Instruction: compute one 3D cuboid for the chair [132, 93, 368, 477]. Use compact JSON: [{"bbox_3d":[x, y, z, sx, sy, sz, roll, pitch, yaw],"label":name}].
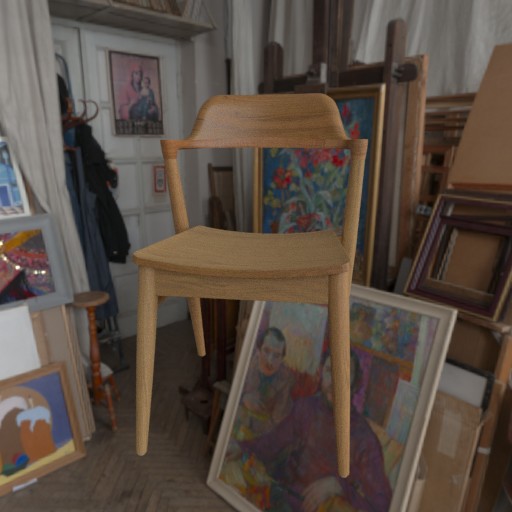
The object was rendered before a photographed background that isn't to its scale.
[{"bbox_3d":[0.000,0.000,1.075,0.512,0.792,0.499,2,14,8],"label":"chair"}]
